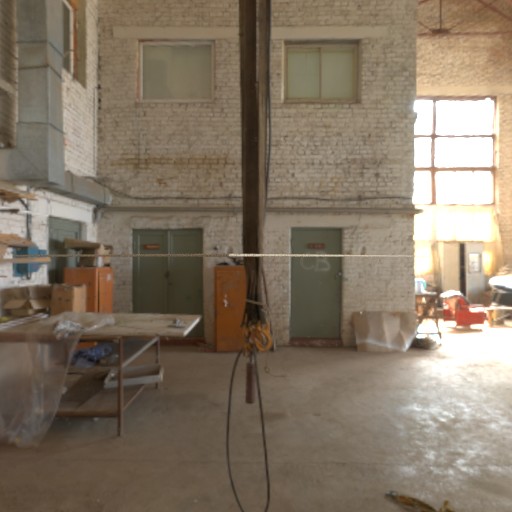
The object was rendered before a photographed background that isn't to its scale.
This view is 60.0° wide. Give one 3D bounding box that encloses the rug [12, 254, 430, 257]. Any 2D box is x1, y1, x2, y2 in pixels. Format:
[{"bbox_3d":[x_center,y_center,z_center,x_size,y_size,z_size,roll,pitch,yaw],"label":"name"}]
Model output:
[{"bbox_3d":[0.000,0.000,2.145,1.142,0.006,1.752,0,0,37],"label":"rug"}]
